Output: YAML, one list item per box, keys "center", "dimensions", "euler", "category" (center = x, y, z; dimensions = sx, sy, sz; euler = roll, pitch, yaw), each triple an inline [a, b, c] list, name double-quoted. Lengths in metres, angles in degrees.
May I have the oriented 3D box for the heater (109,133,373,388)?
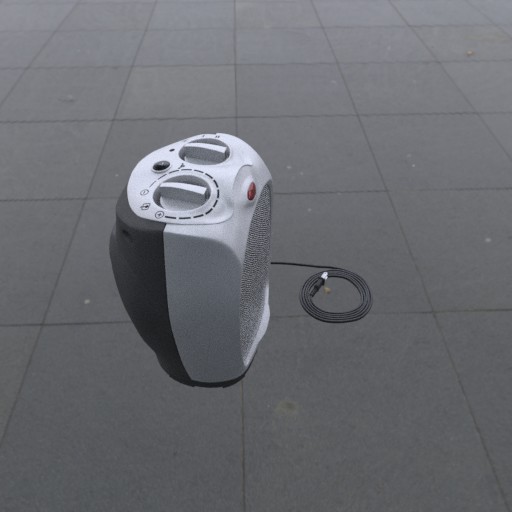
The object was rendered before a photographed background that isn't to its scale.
- center: [0.000, 0.000, 0.483]
  dimensions: [0.291, 0.255, 0.239]
  euler: [9, 47, 9]
  category: "heater"
